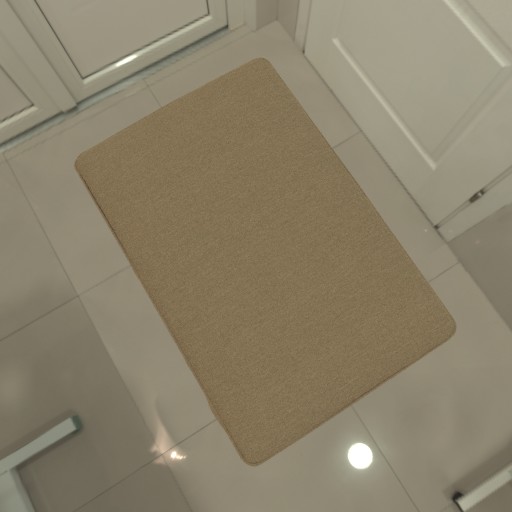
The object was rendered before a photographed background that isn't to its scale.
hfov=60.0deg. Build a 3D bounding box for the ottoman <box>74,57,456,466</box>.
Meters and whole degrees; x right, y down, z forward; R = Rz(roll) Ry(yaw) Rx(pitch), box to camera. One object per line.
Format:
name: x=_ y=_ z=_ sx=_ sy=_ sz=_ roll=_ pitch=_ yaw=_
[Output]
ottoman: x=0.000 y=0.000 z=1.330 sx=0.636 sy=0.521 sz=0.945 roll=-31 pitch=78 yaw=-7
